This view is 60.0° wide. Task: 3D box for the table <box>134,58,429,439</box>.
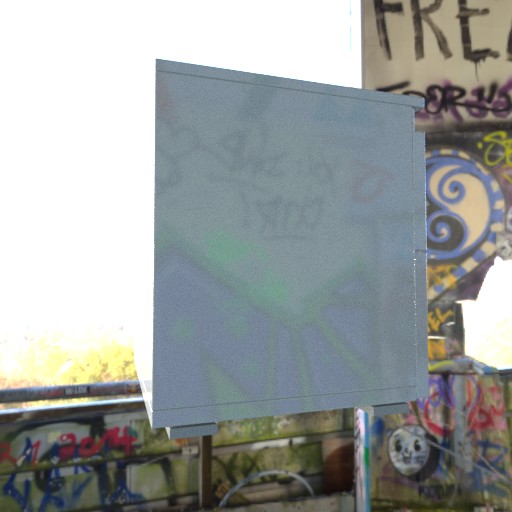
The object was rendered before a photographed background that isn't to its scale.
[{"bbox_3d":[0.000,0.000,0.800,0.400,0.470,0.420,1,-2,-18],"label":"table"}]
